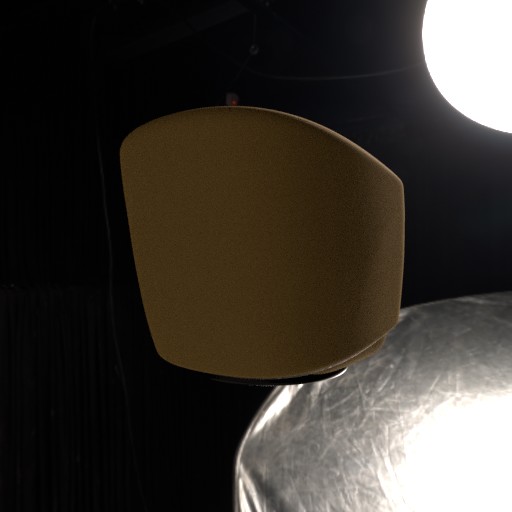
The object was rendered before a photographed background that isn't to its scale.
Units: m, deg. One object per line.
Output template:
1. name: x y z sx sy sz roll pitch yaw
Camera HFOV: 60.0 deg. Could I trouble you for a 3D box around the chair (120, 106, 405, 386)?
1. chair: 0.000 0.000 1.375 0.773 0.698 0.767 0 -1 35
